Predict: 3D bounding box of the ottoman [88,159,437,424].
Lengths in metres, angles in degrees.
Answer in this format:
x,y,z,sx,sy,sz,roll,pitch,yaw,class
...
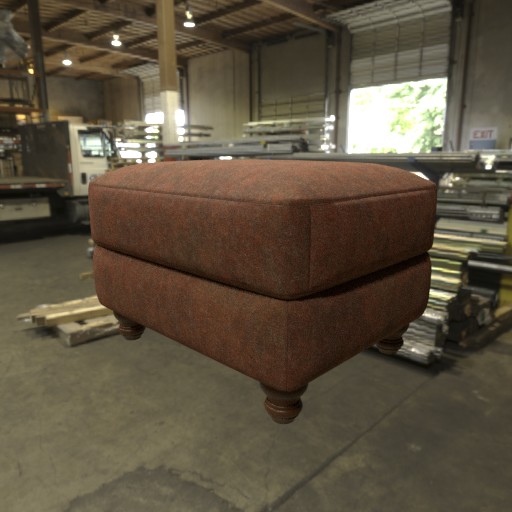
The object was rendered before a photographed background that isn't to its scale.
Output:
x,y,z,sx,sy,sz,roll,pitch,yaw,class
0.000,0.000,1.192,0.787,0.508,0.635,12,18,43,ottoman
